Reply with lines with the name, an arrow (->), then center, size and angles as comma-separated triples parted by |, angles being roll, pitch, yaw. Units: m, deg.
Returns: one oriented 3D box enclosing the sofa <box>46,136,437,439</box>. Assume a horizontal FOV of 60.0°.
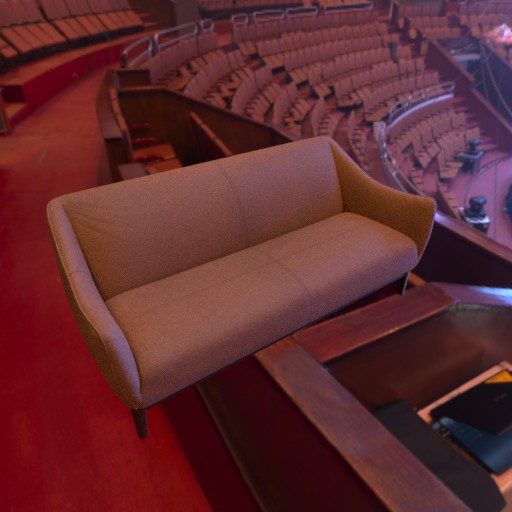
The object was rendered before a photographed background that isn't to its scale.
sofa -> 0.000, 0.000, 2.357 | 1.928, 0.830, 0.869 | -21, 37, -31
